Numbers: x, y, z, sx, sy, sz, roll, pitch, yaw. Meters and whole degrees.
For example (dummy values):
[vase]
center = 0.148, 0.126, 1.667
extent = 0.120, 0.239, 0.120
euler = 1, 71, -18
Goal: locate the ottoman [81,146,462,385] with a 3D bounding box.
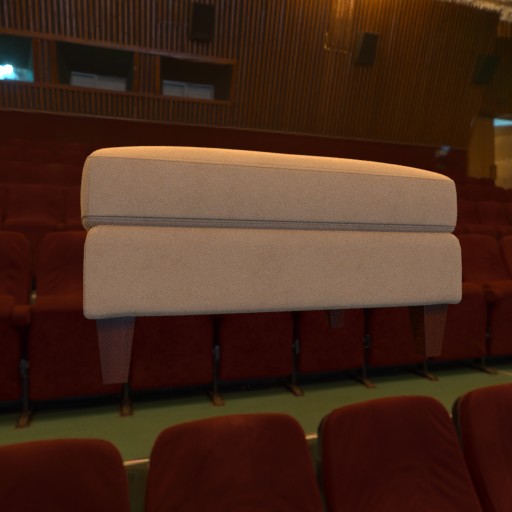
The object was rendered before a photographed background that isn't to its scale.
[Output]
[ottoman]
center = 0.000, 0.000, 1.188
extent = 0.864, 0.483, 0.584
euler = 0, 0, -19
